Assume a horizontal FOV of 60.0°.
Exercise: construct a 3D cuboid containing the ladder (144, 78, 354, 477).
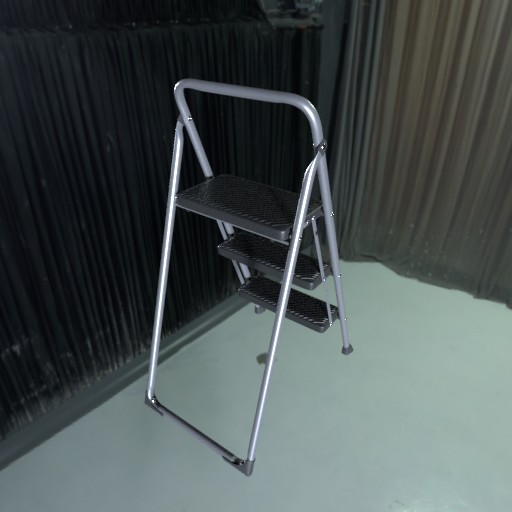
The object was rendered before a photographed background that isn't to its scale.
[{"bbox_3d":[0.000,0.000,1.266,0.430,0.945,0.629,21,37,31],"label":"ladder"}]
